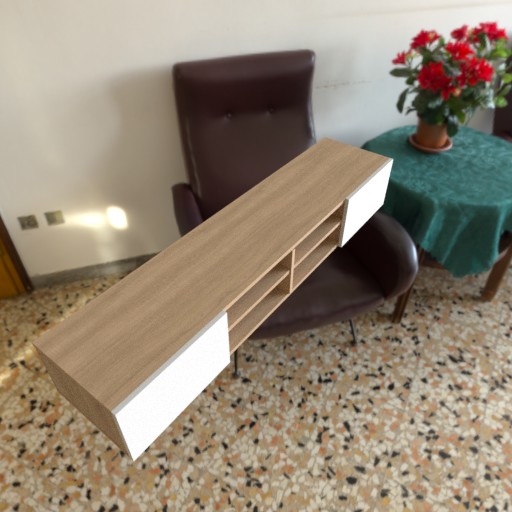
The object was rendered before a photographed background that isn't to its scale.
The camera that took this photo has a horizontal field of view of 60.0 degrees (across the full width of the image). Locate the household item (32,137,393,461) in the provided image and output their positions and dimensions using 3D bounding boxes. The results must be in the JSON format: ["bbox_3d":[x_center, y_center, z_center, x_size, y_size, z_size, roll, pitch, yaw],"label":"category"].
[{"bbox_3d":[0.000,0.000,2.000,0.420,0.310,1.850,27,48,27],"label":"household item"}]
